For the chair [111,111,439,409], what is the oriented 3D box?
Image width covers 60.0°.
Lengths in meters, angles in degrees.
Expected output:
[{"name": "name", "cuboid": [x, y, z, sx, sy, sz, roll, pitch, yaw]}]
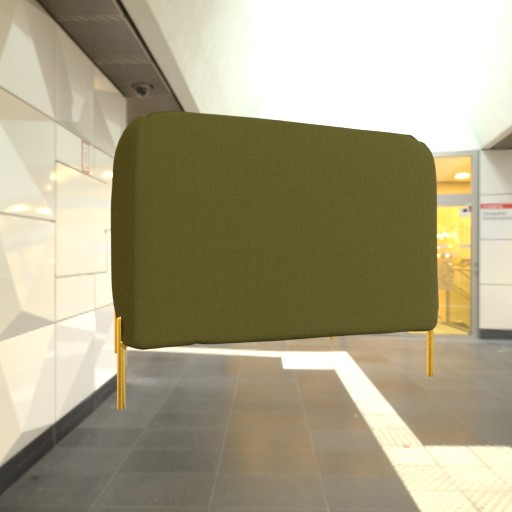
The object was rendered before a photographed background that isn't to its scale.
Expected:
[{"name": "chair", "cuboid": [0.000, 0.000, 1.659, 1.032, 0.794, 0.877, 0, 0, -18]}]
